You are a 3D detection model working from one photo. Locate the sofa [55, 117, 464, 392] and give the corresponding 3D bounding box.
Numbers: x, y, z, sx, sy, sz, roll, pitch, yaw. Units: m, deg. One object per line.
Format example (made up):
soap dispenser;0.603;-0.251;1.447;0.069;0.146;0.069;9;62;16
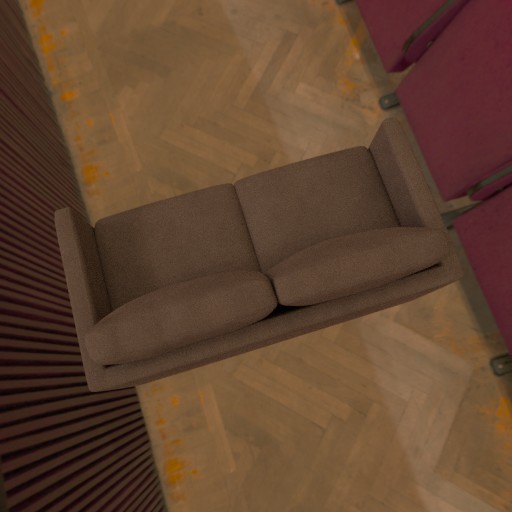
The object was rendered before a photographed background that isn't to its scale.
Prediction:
sofa;0.000;0.000;2.448;1.884;0.963;0.950;-16;76;-4
